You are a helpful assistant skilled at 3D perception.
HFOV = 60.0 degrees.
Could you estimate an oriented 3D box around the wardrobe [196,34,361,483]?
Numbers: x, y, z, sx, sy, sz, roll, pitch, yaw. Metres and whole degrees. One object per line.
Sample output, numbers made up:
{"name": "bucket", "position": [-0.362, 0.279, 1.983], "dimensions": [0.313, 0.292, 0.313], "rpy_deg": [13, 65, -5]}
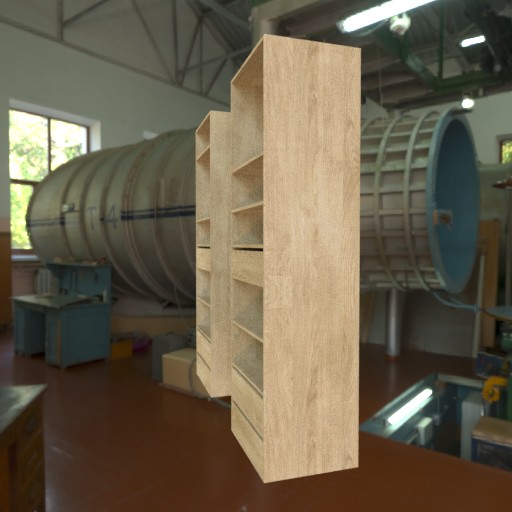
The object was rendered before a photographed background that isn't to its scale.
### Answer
{"name": "wardrobe", "position": [0.000, 0.000, 2.888], "dimensions": [0.480, 2.000, 1.770], "rpy_deg": [0, 2, -17]}
